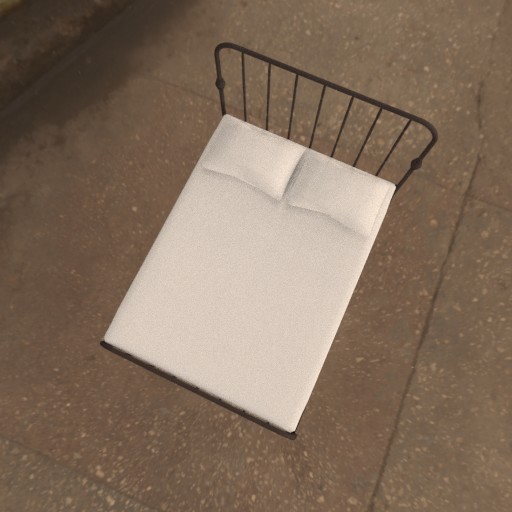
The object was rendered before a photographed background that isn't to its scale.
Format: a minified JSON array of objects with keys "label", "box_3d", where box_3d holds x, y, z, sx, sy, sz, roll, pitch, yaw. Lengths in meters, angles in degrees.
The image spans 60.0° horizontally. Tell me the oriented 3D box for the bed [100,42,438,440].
[{"label":"bed","box_3d":[0.000,0.000,3.215,1.616,1.446,2.134,24,77,6]}]
